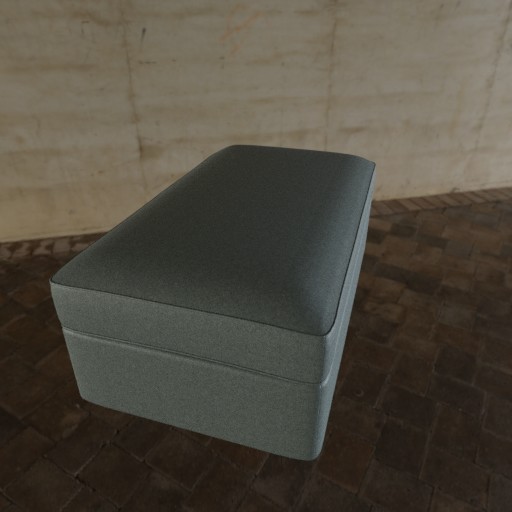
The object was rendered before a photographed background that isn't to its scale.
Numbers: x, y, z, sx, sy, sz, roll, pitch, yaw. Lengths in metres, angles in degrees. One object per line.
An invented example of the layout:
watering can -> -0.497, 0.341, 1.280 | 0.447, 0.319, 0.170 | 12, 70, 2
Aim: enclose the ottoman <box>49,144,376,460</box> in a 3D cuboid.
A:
ottoman -> 0.000, 0.000, 1.518 | 0.681, 0.494, 1.173 | 9, 31, 15
